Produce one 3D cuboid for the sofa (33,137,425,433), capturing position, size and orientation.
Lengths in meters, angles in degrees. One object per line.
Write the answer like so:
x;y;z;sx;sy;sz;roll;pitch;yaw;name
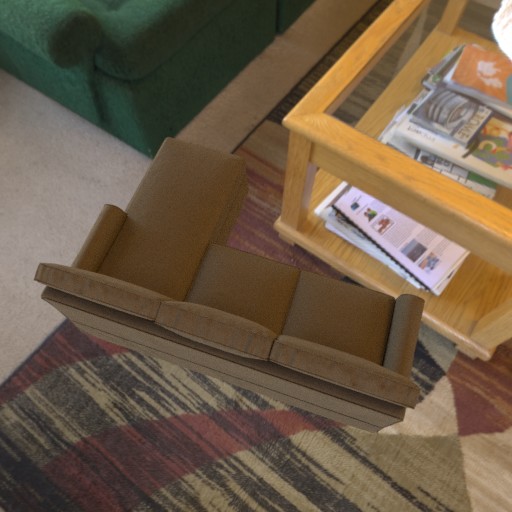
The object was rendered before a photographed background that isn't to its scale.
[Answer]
0.000;0.000;3.308;2.475;0.978;1.733;17;64;8;sofa
